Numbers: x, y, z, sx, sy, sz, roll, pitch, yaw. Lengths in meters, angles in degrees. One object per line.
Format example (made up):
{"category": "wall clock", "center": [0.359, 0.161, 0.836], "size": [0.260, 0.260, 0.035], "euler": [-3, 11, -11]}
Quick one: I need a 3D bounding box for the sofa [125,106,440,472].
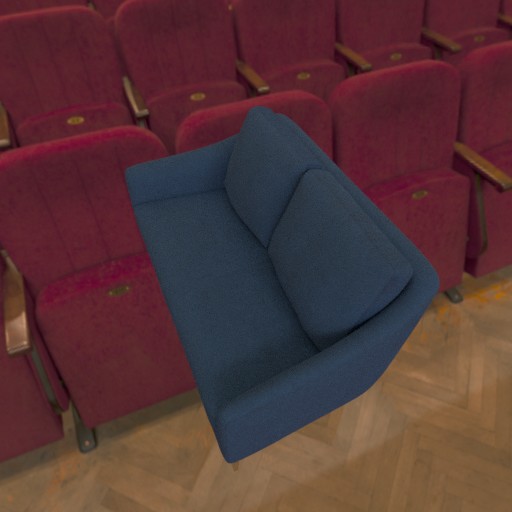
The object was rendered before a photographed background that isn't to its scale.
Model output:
{"category": "sofa", "center": [0.000, 0.000, 2.199], "size": [0.960, 0.902, 1.619], "euler": [-17, 48, -16]}
